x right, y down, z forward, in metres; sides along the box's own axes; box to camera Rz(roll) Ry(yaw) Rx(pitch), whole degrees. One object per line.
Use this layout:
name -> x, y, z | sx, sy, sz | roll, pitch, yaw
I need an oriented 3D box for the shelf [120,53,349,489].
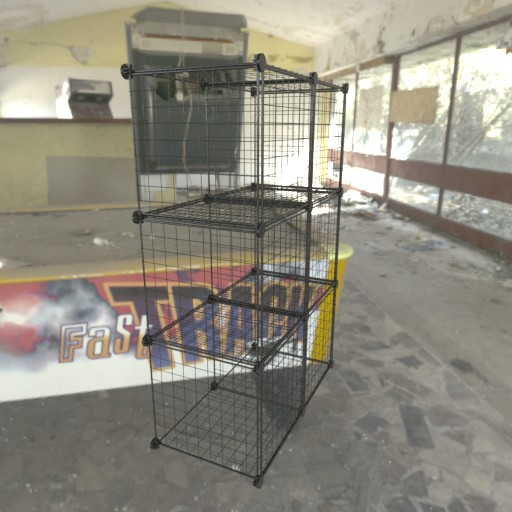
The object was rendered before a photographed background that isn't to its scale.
shelf -> 0.000, 0.000, 1.404 | 0.356, 1.067, 0.711 | 8, 18, 25
